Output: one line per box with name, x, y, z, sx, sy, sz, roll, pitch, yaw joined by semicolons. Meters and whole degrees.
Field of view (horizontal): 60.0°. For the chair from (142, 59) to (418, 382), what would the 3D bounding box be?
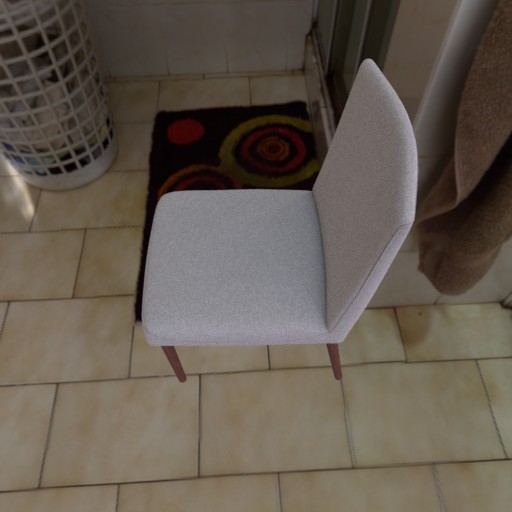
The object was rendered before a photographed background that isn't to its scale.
chair;0.000;0.000;1.148;0.570;0.859;0.456;-1;58;0
